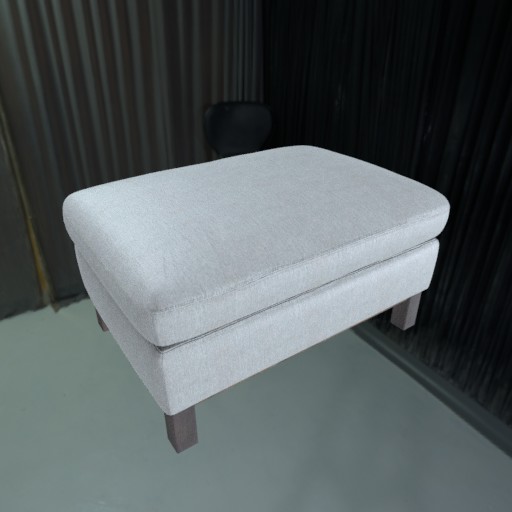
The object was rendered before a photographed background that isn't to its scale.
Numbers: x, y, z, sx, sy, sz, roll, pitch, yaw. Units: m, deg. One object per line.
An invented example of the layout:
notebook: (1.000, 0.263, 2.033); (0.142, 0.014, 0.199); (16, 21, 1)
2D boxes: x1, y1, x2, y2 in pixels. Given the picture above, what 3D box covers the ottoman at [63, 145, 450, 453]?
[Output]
ottoman: (0.000, 0.000, 1.045); (0.735, 0.404, 0.528); (-19, 34, -30)
